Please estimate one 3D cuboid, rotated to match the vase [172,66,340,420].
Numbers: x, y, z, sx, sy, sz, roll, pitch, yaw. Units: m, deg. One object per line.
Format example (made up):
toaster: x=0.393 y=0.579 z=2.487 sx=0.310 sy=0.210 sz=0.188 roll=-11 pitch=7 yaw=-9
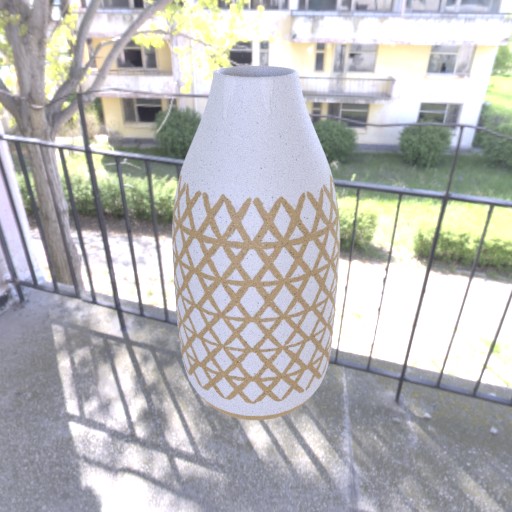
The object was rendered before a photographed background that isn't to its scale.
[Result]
vase: x=0.000 y=0.000 z=0.489 sx=0.186 sy=0.380 sz=0.186 roll=0 pitch=30 yaw=0
